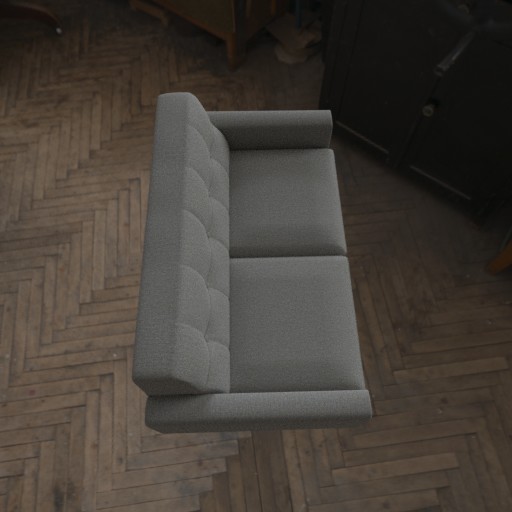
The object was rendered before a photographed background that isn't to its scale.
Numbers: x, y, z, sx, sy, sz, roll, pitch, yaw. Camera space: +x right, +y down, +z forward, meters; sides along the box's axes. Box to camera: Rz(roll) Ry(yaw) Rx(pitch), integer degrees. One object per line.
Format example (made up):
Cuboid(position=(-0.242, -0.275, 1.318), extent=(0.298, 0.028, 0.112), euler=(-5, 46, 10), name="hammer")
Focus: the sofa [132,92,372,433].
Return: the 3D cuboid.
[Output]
Cuboid(position=(0.000, 0.000, 2.277), extent=(0.952, 0.925, 1.651), euler=(-1, 64, -1), name="sofa")
